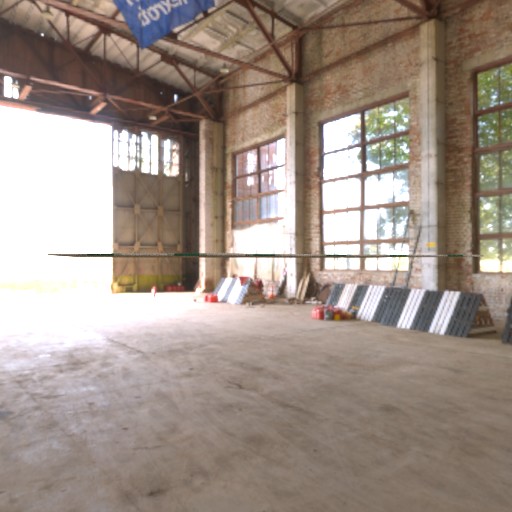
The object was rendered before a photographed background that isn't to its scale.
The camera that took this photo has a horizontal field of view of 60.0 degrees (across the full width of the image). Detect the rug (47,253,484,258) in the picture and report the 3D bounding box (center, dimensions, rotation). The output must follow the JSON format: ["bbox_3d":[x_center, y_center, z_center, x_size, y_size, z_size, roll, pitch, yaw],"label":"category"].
[{"bbox_3d":[0.000,0.000,3.057,2.436,0.015,1.521,0,-1,-18],"label":"rug"}]
